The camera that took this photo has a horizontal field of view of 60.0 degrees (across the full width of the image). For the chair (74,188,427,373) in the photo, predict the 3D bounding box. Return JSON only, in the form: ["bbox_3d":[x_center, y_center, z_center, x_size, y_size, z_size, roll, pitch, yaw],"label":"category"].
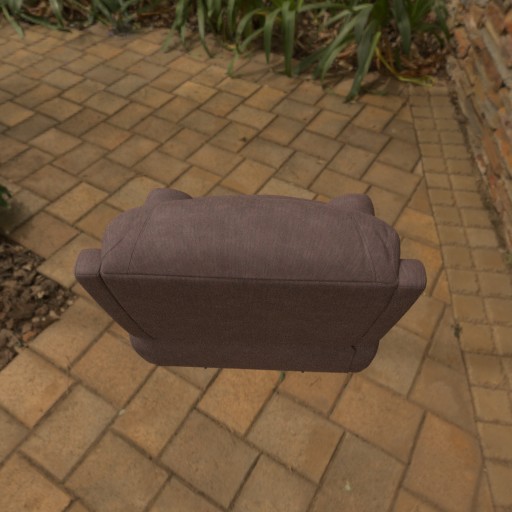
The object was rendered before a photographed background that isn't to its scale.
[{"bbox_3d":[0.000,0.000,1.657,0.930,1.011,0.899,2,47,2],"label":"chair"}]
